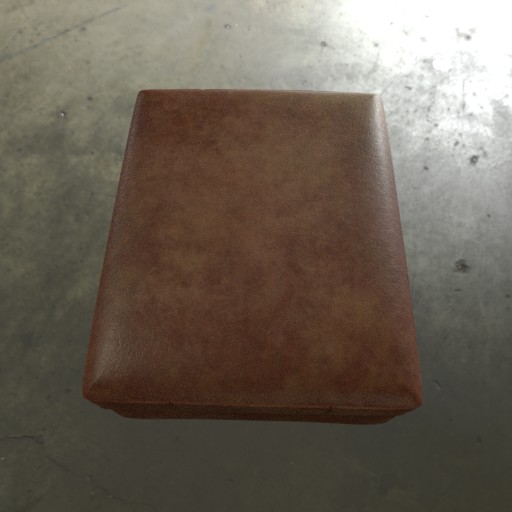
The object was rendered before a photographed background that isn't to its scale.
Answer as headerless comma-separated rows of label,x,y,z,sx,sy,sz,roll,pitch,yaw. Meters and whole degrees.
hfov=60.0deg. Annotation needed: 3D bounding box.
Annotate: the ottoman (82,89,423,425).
ottoman,0.000,0.000,1.712,0.965,0.667,1.186,1,64,1
